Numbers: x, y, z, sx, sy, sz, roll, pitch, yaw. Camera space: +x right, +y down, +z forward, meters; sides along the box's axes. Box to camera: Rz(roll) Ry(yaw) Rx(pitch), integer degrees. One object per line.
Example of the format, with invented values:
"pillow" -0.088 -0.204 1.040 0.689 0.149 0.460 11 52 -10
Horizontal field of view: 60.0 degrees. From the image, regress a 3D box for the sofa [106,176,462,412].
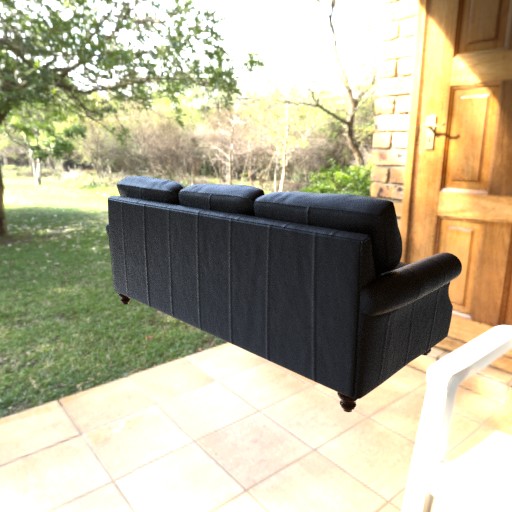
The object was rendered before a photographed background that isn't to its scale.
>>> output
"sofa" 0.000 0.000 2.912 2.387 0.977 0.974 13 19 43
